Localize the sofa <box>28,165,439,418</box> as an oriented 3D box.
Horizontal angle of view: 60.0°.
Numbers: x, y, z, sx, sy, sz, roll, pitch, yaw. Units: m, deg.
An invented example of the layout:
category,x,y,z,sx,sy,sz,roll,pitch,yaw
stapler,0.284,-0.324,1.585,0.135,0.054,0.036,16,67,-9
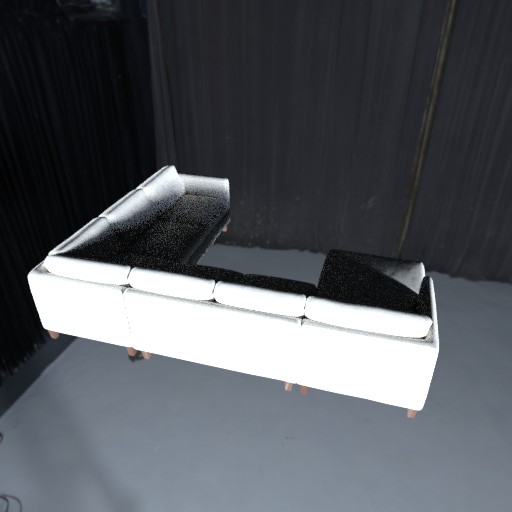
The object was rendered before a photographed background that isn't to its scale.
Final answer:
category,x,y,z,sx,sy,sz,roll,pitch,yaw
sofa,0.000,0.000,4.418,3.238,0.853,2.551,9,32,14
